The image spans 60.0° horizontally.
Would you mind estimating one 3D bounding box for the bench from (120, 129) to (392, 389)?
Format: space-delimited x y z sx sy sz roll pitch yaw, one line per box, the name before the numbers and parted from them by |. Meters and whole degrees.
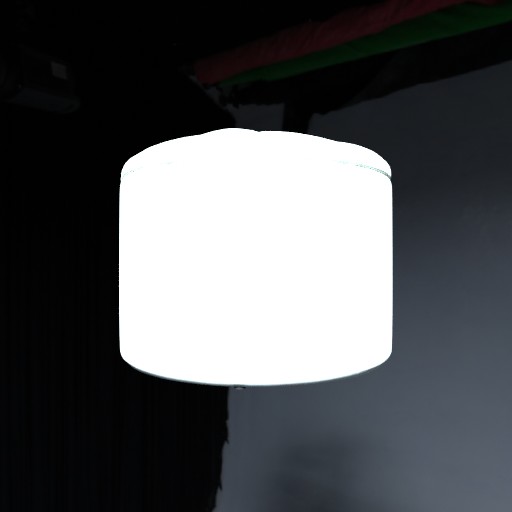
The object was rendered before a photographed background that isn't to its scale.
bench | 0.000 0.000 1.021 0.600 0.453 0.600 0 -1 0
